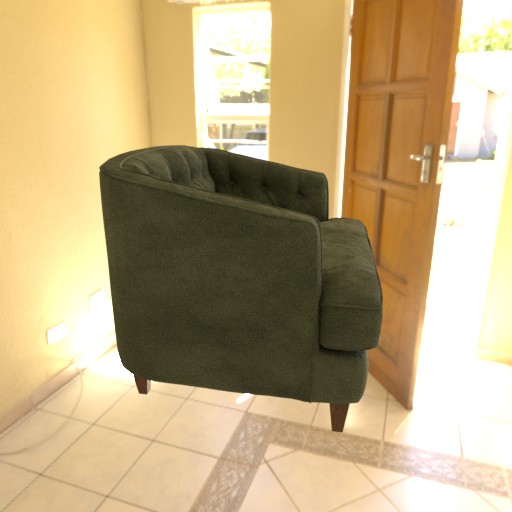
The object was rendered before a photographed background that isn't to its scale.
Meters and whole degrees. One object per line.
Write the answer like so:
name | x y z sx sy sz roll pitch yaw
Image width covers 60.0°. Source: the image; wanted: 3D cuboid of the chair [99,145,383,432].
chair | 0.000 0.000 1.818 0.941 0.852 1.104 3 18 9
